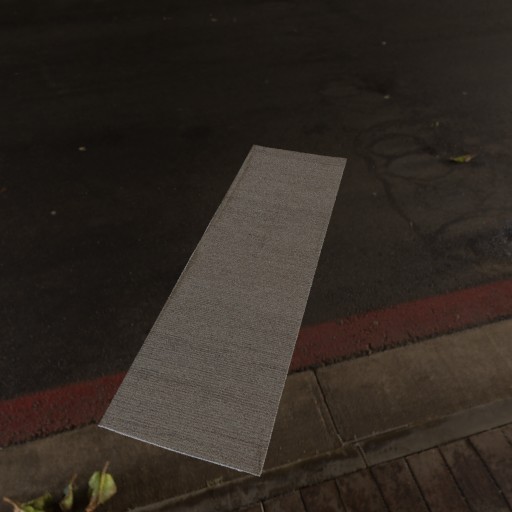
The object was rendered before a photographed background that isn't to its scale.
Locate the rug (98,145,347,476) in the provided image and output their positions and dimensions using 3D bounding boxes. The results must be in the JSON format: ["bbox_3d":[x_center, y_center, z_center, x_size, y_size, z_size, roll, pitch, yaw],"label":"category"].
[{"bbox_3d":[0.000,0.000,2.662,0.741,0.014,2.390,12,47,11],"label":"rug"}]
